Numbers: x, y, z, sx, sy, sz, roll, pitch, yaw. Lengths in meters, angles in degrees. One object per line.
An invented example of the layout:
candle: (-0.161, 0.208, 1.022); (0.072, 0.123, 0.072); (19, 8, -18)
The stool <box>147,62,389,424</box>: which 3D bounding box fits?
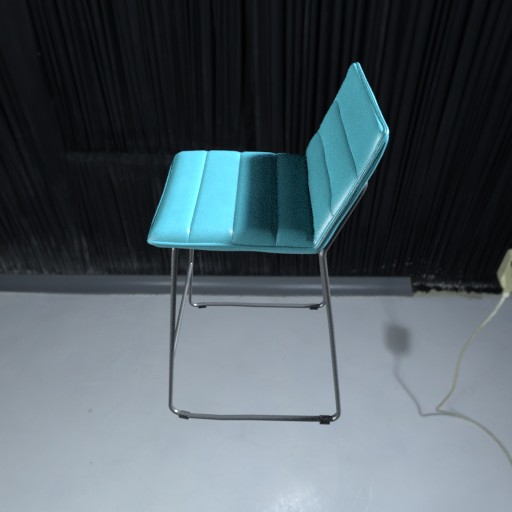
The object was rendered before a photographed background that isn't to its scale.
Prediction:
stool: (0.000, 0.000, 1.234); (0.524, 0.936, 0.489); (1, 41, 1)
